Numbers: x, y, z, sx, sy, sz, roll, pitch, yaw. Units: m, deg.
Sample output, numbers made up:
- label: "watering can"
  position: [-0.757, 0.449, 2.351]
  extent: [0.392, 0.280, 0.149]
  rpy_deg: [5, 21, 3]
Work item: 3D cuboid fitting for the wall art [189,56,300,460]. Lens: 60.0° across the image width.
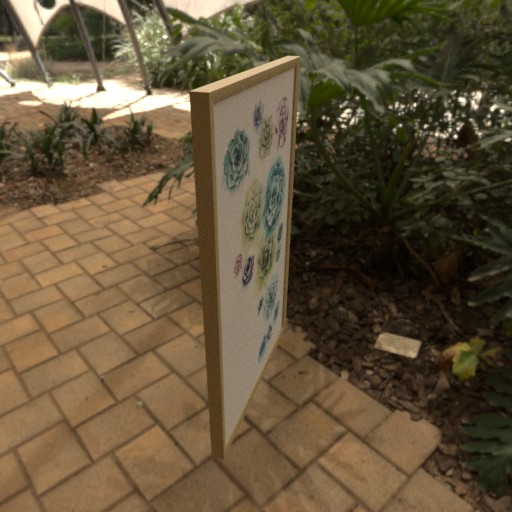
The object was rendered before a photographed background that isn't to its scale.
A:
- label: "wall art"
  position: [0.000, 0.000, 1.037]
  extent: [0.039, 0.810, 0.510]
  rpy_deg: [10, 31, 17]
